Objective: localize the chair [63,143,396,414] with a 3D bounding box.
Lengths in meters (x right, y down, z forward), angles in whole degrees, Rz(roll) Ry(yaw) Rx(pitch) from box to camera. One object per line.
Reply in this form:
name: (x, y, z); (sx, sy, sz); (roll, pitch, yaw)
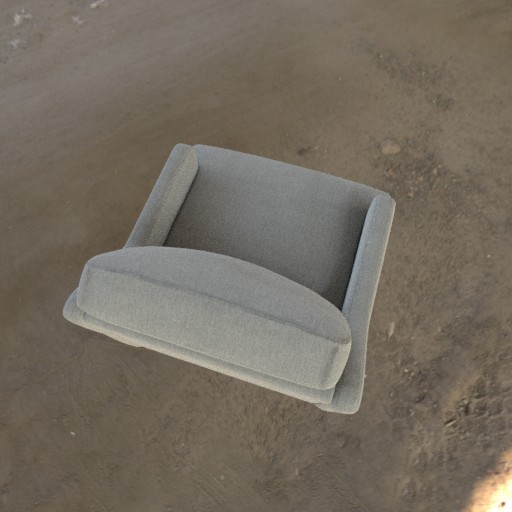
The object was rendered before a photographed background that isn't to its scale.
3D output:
chair: (0.000, 0.000, 1.510); (0.826, 0.821, 0.892); (16, 64, 8)
